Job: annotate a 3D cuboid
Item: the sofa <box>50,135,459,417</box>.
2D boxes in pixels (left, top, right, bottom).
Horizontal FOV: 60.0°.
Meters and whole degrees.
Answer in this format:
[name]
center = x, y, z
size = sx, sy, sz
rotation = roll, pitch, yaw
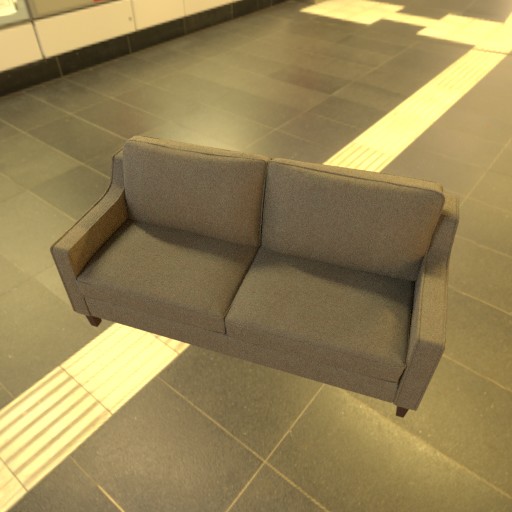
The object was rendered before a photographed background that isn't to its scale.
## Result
[sofa]
center = 0.000, 0.000, 2.746
size = 2.181, 1.074, 1.073
rotation = 13, 44, 14
